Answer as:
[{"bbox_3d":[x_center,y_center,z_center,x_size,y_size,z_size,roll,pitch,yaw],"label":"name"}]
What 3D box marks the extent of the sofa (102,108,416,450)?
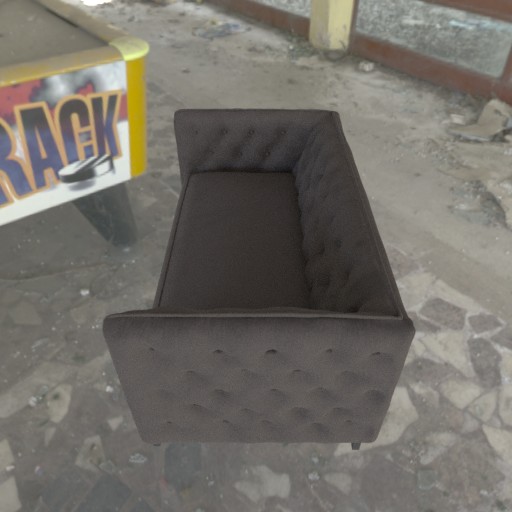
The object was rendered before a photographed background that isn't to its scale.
[{"bbox_3d":[0.000,0.000,2.053,0.909,0.810,1.583,0,41,0],"label":"sofa"}]
